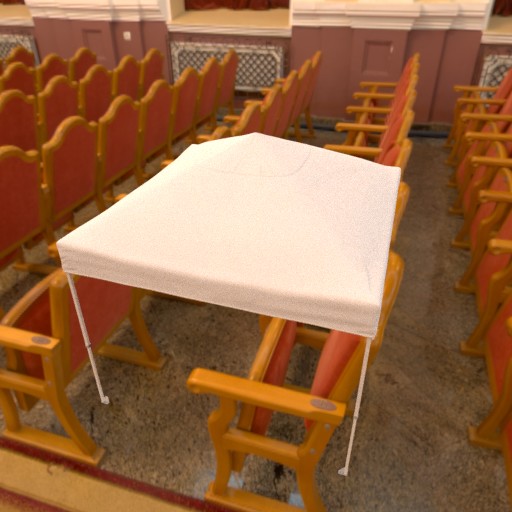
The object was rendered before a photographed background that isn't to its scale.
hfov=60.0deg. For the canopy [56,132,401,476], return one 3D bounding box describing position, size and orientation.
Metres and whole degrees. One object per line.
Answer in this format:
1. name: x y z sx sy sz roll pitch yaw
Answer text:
1. canopy: 0.000 0.000 5.343 2.996 2.997 2.998 10 34 15
